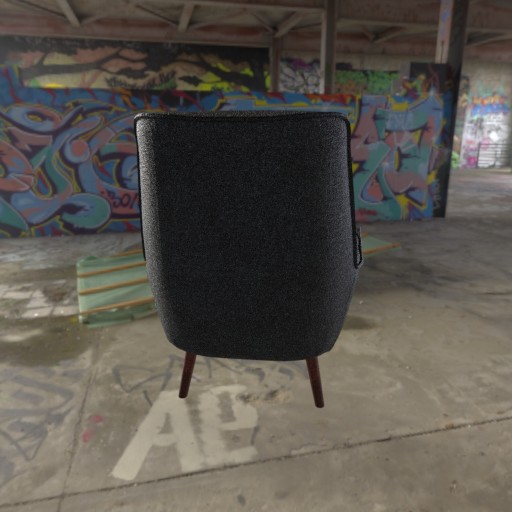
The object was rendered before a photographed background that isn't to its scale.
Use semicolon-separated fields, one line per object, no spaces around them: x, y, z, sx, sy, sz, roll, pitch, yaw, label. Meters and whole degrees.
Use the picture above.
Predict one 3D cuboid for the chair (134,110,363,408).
0.000;0.000;1.472;0.763;0.883;0.859;2;15;7;chair
